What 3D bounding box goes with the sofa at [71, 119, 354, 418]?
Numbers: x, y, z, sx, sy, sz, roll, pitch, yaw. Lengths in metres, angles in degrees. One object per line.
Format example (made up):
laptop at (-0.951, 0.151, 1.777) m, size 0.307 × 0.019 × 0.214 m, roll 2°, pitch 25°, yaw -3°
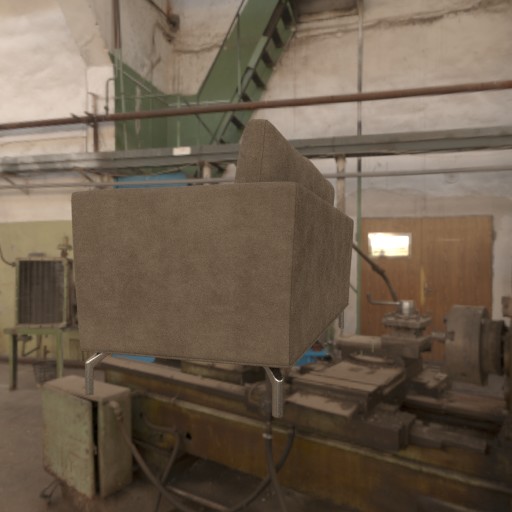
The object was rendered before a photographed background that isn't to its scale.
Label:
sofa at (0.000, 0.000, 2.341) m, size 0.855 × 1.013 × 1.832 m, roll 0°, pitch 1°, yaw 18°
